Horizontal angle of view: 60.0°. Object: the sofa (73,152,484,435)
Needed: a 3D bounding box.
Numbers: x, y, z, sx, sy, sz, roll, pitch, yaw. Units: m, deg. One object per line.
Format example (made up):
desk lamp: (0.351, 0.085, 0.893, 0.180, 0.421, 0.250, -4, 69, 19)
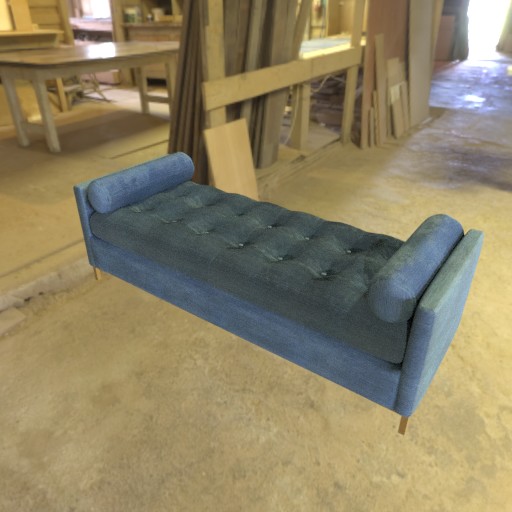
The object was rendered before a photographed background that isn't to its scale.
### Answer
sofa: (0.000, 0.000, 2.458, 2.102, 0.705, 0.796, 20, 35, 31)
